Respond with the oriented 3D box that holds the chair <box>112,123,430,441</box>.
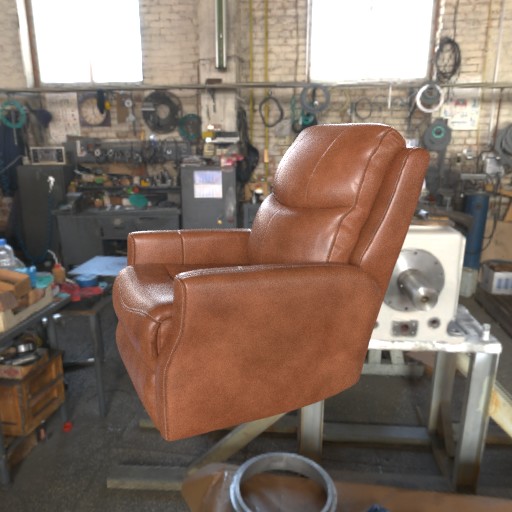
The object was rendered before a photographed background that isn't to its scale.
[{"bbox_3d":[0.000,0.000,1.762,1.072,1.016,0.821,-8,17,-26],"label":"chair"}]
